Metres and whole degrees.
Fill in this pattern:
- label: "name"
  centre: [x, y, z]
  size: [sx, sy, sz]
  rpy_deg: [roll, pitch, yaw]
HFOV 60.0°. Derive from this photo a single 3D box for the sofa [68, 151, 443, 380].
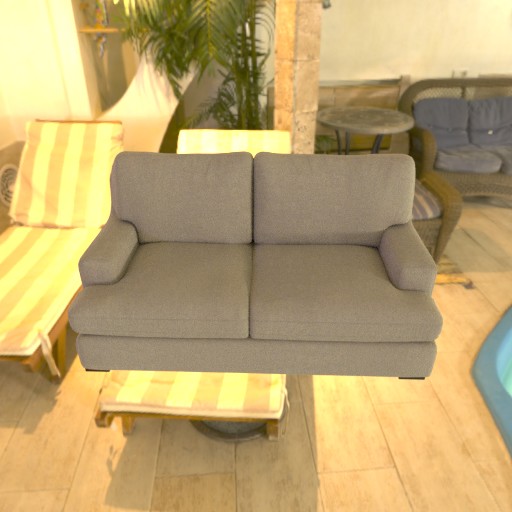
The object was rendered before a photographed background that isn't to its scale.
- label: "sofa"
  centre: [0.000, 0.000, 2.461]
  size: [1.855, 0.980, 0.962]
  rpy_deg: [1, 30, 2]
